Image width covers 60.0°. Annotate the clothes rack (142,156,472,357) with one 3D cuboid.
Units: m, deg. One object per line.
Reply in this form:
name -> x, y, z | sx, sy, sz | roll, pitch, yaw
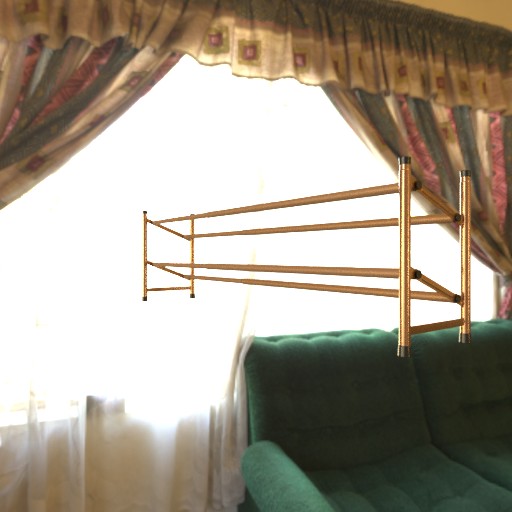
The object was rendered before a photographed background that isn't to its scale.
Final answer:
clothes rack -> 0.000, 0.000, 1.296 | 0.229, 0.349, 1.168 | 0, 0, -37
